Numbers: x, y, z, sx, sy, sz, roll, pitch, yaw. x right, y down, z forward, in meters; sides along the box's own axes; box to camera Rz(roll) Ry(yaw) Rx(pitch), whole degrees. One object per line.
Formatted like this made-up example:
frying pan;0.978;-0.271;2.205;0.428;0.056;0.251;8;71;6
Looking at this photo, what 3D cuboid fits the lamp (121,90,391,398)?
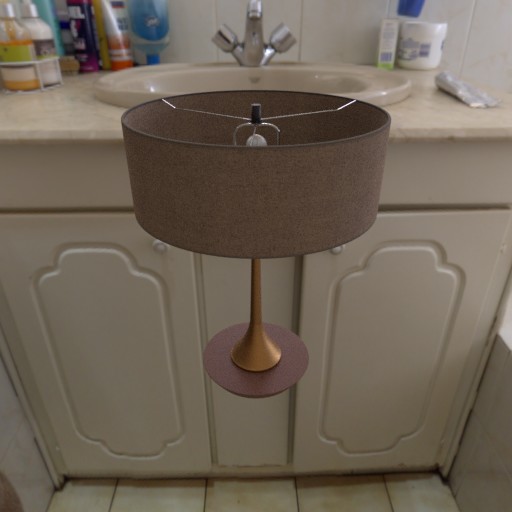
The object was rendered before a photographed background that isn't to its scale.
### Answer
lamp;0.000;0.000;0.837;0.417;0.551;0.396;1;30;1
